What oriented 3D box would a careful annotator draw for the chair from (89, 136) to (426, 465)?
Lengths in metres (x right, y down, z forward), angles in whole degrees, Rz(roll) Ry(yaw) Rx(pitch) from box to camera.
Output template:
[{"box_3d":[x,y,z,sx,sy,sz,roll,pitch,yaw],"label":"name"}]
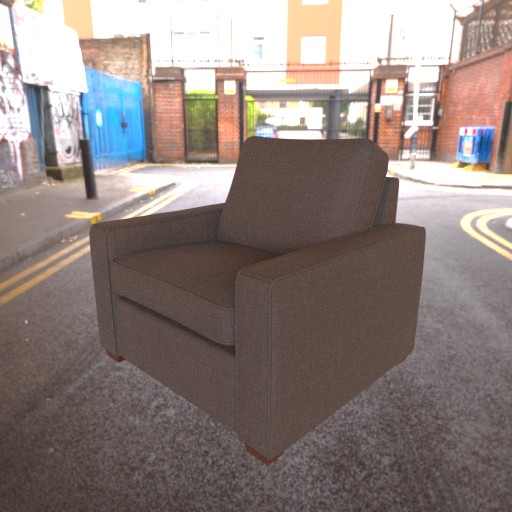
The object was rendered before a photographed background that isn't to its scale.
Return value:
[{"box_3d":[0.000,0.000,1.781,1.017,0.919,0.940,15,22,42],"label":"chair"}]
